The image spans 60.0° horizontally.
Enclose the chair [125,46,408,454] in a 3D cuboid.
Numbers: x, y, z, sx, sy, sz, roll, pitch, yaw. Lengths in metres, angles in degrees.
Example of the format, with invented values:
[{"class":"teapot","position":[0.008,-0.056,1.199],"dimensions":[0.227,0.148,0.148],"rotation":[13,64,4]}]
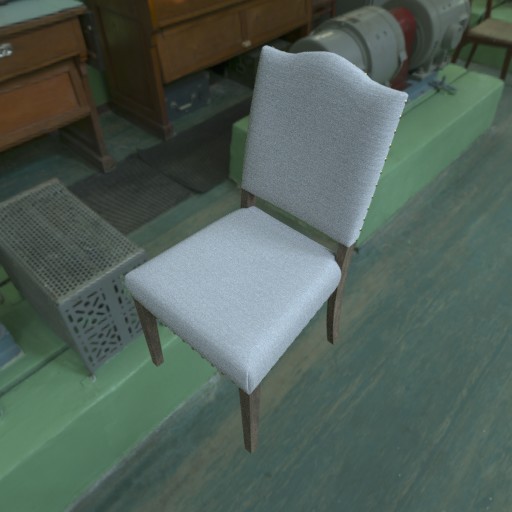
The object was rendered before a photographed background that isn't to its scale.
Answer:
[{"class":"chair","position":[0.000,0.000,1.322],"dimensions":[0.508,1.020,0.620],"rotation":[33,54,28]}]
